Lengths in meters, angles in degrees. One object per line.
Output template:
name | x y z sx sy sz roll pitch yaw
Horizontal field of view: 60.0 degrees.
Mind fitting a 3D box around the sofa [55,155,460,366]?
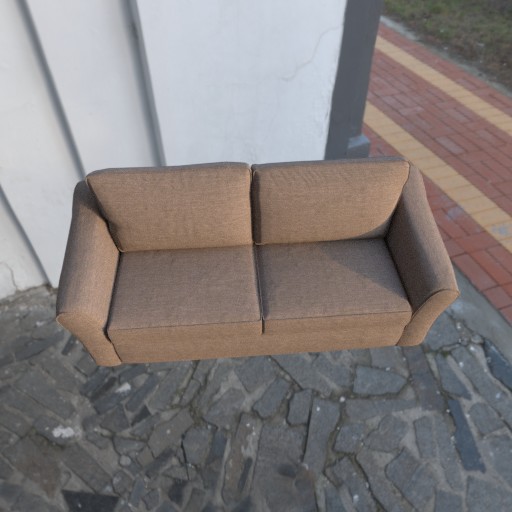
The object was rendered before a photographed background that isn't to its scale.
sofa | 0.000 0.000 2.786 2.270 0.965 0.980 -3 47 -3
